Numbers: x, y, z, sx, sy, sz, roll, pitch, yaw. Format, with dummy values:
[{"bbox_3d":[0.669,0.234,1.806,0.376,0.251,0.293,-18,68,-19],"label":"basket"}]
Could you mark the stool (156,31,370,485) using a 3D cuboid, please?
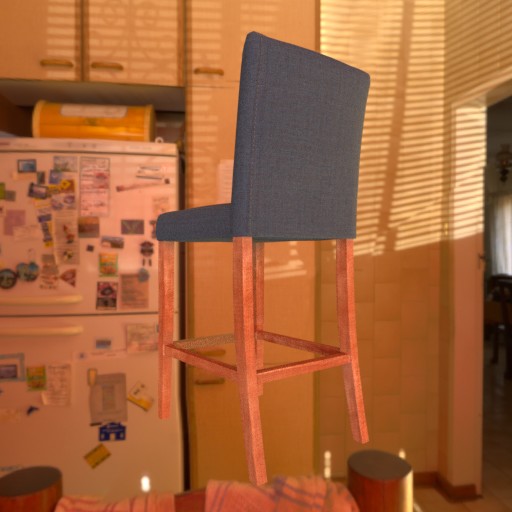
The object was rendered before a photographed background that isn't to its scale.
[{"bbox_3d":[0.000,0.000,1.389,0.454,1.088,0.574,-1,1,-37],"label":"stool"}]
